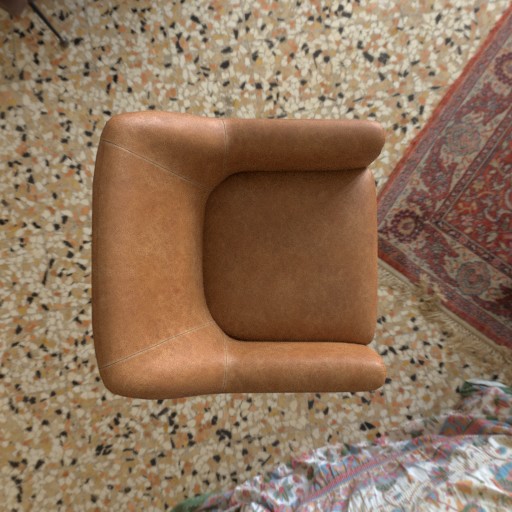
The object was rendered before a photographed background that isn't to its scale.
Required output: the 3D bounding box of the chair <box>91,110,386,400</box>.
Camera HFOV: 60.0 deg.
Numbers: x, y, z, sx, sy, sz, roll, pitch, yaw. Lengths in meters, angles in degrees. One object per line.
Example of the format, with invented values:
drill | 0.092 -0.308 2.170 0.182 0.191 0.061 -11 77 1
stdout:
chair | 0.000 0.000 1.841 1.034 0.980 1.037 0 89 1
